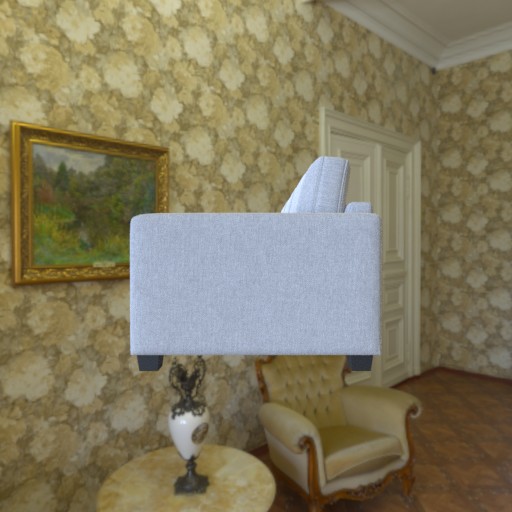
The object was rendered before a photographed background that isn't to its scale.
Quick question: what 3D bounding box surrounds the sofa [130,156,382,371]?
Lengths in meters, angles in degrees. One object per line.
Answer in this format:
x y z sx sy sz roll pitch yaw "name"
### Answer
0.000 0.000 2.596 0.900 0.800 2.120 0 1 0 "sofa"
